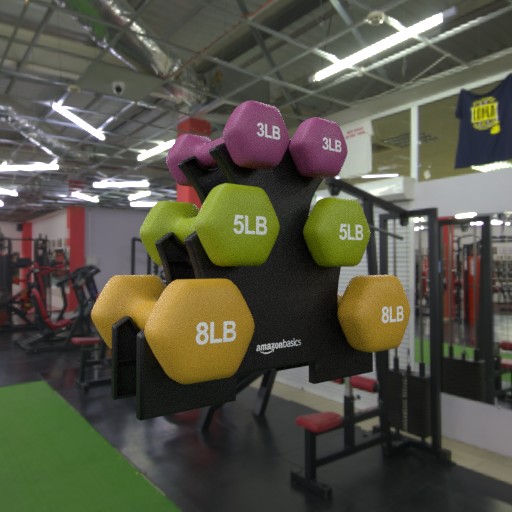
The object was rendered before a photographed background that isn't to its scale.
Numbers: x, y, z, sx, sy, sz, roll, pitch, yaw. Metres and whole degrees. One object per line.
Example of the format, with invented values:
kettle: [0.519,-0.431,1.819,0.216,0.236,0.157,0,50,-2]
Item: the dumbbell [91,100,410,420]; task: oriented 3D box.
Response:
dumbbell: [0.000,0.000,0.475,0.300,0.271,0.190,1,-1,-35]
